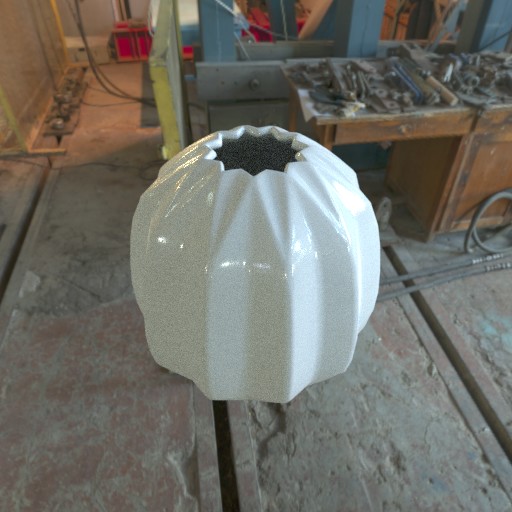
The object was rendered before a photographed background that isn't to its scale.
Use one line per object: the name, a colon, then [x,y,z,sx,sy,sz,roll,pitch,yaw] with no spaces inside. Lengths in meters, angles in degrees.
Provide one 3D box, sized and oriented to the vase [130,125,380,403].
vase: [0.000,0.000,0.249,0.139,0.134,0.139,0,41,0]
